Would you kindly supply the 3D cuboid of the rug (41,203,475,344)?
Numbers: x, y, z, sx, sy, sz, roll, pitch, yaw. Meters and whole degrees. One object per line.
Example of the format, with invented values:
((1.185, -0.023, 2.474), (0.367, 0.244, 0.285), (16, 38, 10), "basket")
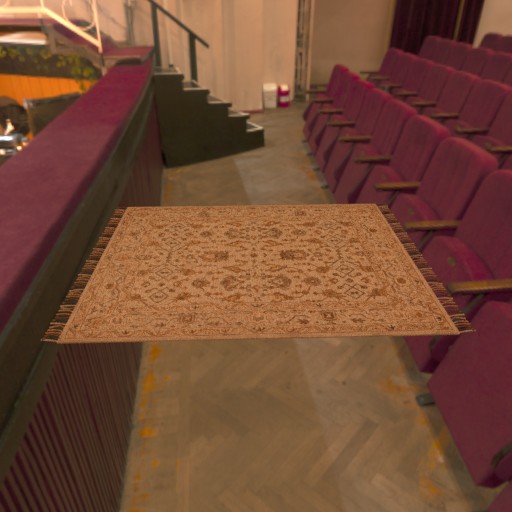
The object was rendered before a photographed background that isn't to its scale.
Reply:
((0.000, 0.000, 2.291), (1.726, 0.009, 1.278), (-1, 31, -2), "rug")
